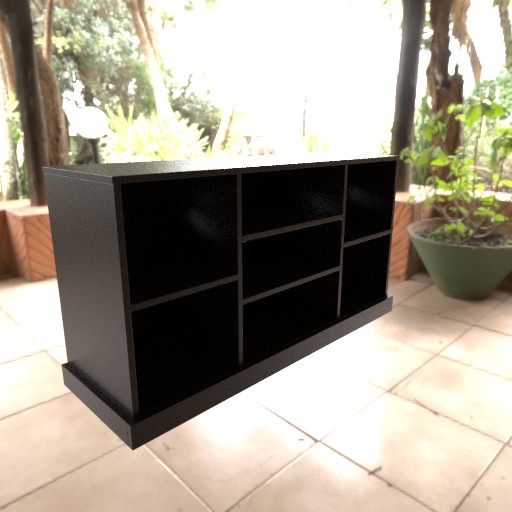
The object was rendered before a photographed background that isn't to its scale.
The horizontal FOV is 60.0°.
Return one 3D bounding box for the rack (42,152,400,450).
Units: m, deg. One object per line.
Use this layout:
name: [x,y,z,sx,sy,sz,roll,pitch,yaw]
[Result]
rack: [0.000,0.000,1.501,1.206,0.635,0.399,-15,21,-43]
